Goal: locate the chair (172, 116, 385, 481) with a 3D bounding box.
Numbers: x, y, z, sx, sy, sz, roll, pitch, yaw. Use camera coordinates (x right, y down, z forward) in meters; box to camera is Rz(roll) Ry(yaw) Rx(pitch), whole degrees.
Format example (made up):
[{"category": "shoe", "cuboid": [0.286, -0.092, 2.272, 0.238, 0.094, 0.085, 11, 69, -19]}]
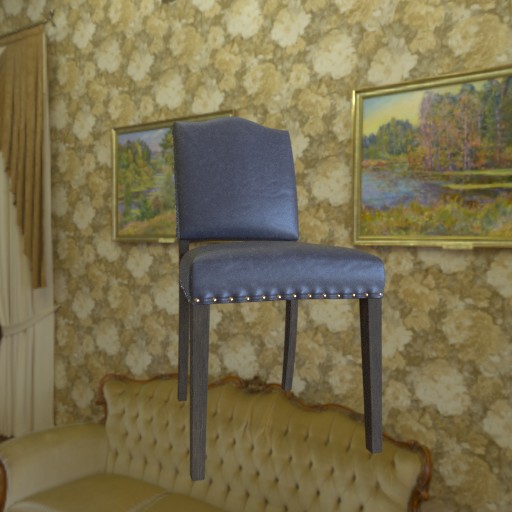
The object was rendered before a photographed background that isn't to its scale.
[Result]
[{"category": "chair", "cuboid": [0.000, 0.000, 1.339, 0.500, 0.991, 0.633, 0, 1, -17]}]
